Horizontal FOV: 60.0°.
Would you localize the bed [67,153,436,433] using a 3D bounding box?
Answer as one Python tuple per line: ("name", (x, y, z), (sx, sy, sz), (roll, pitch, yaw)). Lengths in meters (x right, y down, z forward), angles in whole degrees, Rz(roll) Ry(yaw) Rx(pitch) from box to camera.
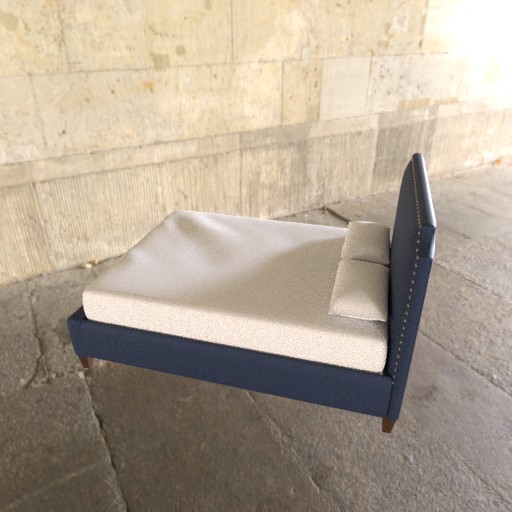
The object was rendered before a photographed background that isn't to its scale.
("bed", (0.000, 0.000, 3.484), (2.372, 1.443, 1.712), (8, 29, 14))
